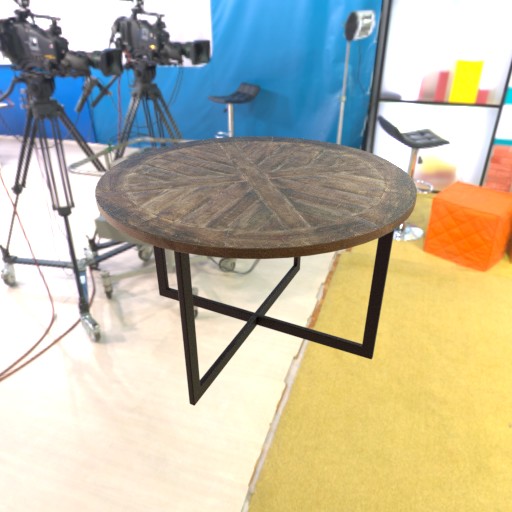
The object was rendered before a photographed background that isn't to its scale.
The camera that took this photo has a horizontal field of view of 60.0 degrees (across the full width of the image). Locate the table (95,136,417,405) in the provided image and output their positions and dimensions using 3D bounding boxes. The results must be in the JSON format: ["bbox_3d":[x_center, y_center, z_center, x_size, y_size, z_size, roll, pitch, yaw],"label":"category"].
[{"bbox_3d":[0.000,0.000,2.009,1.264,0.762,1.264,0,29,0],"label":"table"}]
